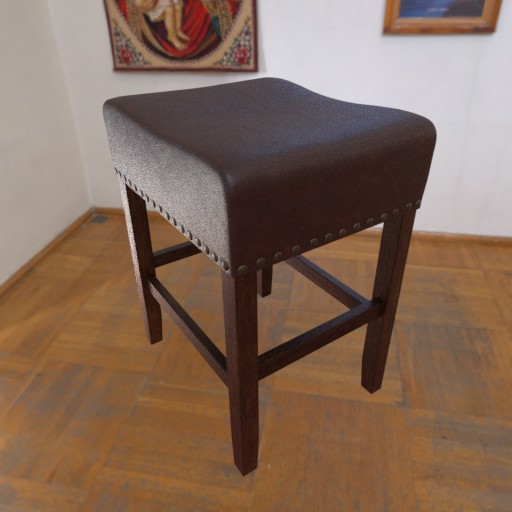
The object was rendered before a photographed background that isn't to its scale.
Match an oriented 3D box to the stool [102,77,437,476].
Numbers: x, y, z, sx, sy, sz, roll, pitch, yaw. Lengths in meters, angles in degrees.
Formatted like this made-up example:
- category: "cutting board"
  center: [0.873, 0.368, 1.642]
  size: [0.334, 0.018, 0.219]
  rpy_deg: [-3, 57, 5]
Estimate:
- category: "stool"
  center: [0.000, 0.000, 0.917]
  size: [0.397, 0.608, 0.465]
  rpy_deg: [-20, 37, -29]
